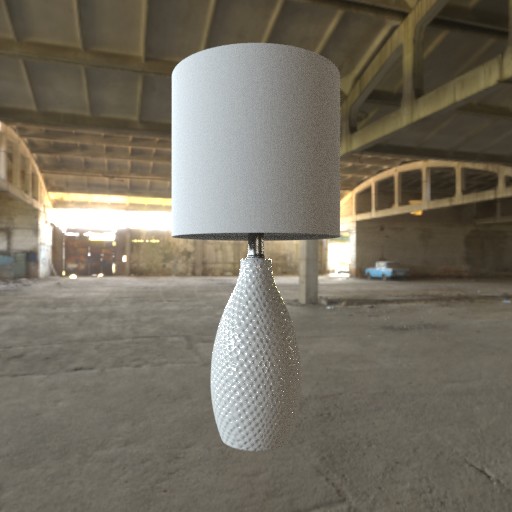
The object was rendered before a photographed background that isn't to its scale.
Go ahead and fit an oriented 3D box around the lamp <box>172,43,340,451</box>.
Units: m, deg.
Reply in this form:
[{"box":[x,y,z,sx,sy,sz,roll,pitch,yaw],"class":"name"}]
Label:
[{"box":[0.000,0.000,0.574,0.214,0.466,0.214,0,0,-17],"class":"lamp"}]
